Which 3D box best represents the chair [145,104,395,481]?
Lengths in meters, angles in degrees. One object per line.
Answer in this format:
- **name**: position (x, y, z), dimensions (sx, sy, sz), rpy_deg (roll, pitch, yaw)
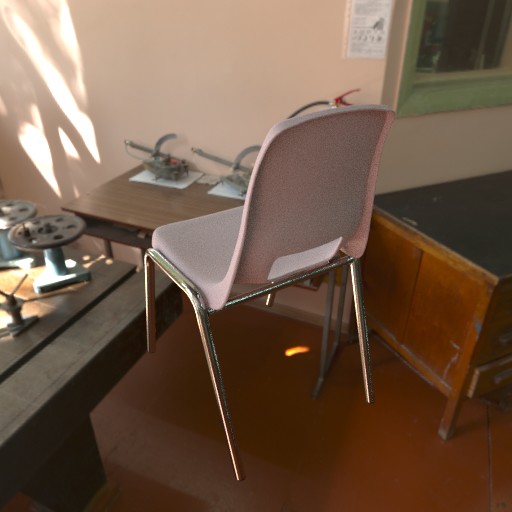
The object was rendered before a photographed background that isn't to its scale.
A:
- **chair**: position (0.000, 0.000, 0.894), dimensions (0.381, 0.653, 0.436), rpy_deg (-18, 35, -28)
